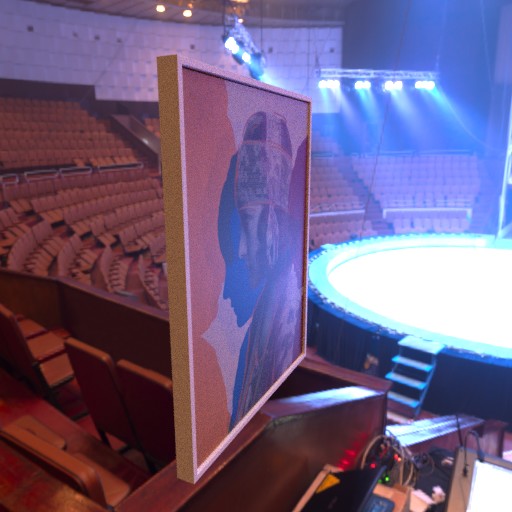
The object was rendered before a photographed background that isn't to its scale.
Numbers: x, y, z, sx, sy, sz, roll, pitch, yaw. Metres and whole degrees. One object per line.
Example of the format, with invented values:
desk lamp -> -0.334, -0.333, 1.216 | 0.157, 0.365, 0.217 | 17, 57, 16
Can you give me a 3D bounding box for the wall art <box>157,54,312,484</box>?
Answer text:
wall art -> 0.000, 0.000, 0.746 | 0.030, 0.549, 0.443 | 6, 15, 26
